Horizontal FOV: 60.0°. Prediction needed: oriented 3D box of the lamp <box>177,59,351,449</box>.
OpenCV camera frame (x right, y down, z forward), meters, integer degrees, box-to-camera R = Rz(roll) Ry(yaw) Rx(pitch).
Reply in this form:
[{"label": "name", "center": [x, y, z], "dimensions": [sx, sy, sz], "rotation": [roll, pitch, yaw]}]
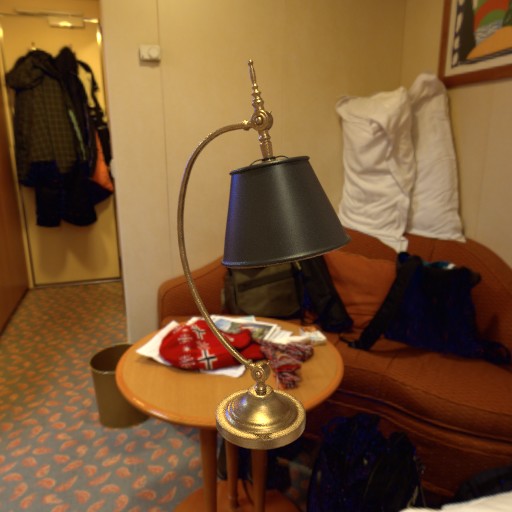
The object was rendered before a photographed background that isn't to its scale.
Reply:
[{"label": "lamp", "center": [0.000, 0.000, 0.820], "dimensions": [0.344, 0.675, 0.235], "rotation": [7, 16, 26]}]
